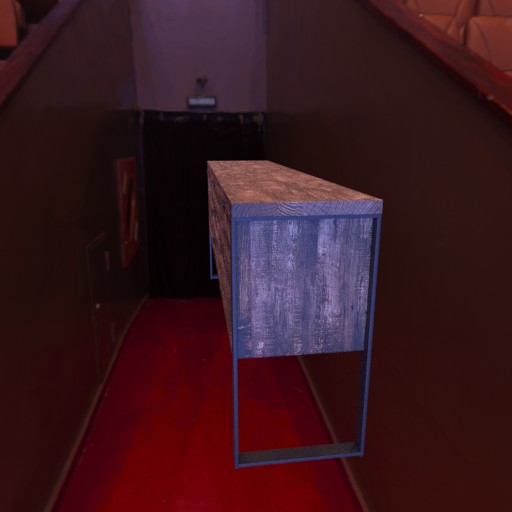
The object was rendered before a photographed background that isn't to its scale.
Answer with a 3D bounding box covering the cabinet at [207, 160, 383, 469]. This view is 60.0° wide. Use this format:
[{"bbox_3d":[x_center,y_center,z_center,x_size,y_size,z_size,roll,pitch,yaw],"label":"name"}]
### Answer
[{"bbox_3d":[0.000,0.000,2.046,0.395,0.762,1.800,-2,15,-8],"label":"cabinet"}]
